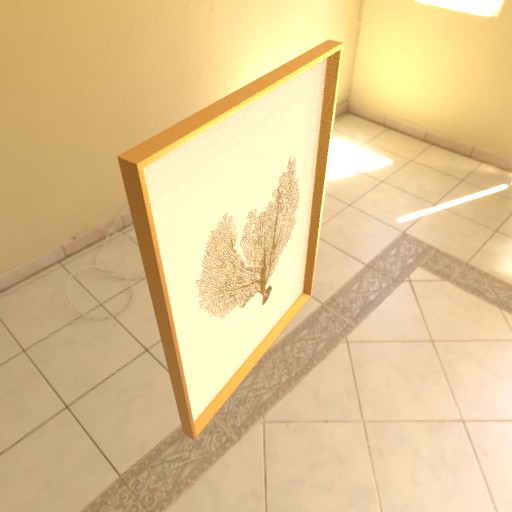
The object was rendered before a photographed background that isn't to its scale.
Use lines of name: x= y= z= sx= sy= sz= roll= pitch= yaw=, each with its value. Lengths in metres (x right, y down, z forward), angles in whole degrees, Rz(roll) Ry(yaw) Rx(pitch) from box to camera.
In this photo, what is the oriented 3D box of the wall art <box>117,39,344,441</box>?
wall art: x=0.000 y=0.000 z=1.056 sx=0.038 sy=0.812 sz=0.610 roll=25 pitch=48 yaw=25
